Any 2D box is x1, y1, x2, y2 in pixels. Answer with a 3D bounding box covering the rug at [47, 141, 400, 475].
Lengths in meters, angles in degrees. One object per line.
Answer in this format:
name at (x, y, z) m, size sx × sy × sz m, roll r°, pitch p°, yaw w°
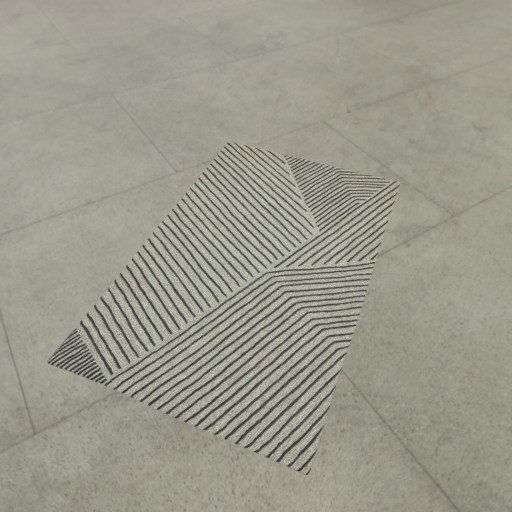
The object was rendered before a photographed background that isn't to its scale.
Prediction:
rug at (0.000, 0.000, 3.027) m, size 1.539 × 0.023 × 2.406 m, roll 17°, pitch 49°, yaw 15°
